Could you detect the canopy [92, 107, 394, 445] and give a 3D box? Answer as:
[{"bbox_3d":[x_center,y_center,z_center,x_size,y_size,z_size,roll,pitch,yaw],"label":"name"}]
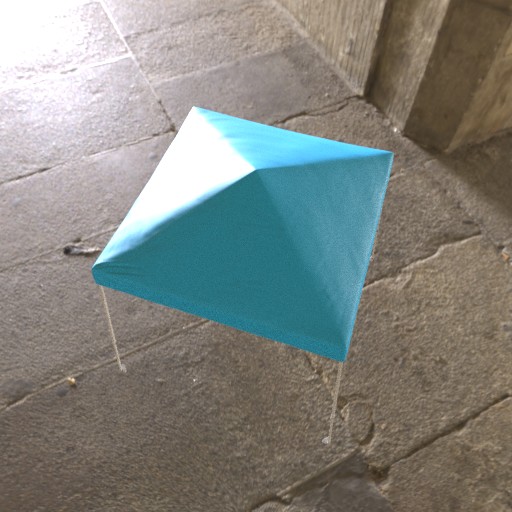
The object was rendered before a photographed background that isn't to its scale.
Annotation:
[{"bbox_3d":[0.000,0.000,5.145,2.849,2.849,2.848,16,59,10],"label":"canopy"}]
